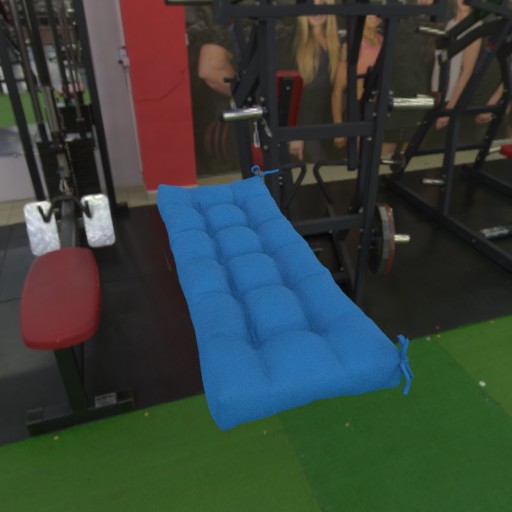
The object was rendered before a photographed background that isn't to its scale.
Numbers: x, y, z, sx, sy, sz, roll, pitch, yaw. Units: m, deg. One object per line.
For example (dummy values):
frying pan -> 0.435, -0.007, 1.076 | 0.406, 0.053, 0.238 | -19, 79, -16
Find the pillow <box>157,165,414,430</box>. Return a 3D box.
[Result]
pillow -> 0.000, 0.000, 1.394 | 0.511, 0.174, 1.194 | -9, 33, -14
